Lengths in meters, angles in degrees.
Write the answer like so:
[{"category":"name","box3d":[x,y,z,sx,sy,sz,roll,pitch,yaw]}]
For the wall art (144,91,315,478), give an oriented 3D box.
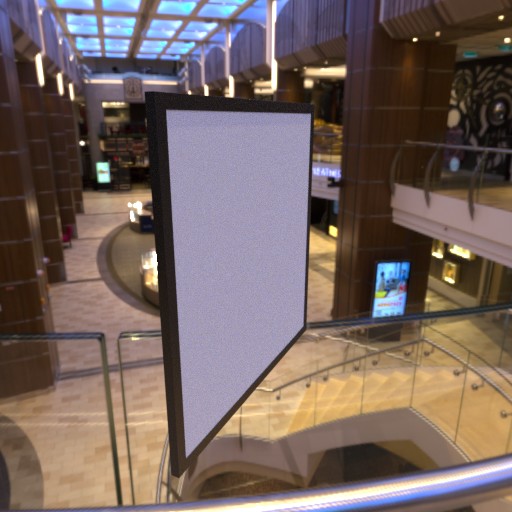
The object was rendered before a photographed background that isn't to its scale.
[{"category":"wall art","box3d":[0.000,0.000,1.214,0.022,0.807,0.807,8,19,25]}]
